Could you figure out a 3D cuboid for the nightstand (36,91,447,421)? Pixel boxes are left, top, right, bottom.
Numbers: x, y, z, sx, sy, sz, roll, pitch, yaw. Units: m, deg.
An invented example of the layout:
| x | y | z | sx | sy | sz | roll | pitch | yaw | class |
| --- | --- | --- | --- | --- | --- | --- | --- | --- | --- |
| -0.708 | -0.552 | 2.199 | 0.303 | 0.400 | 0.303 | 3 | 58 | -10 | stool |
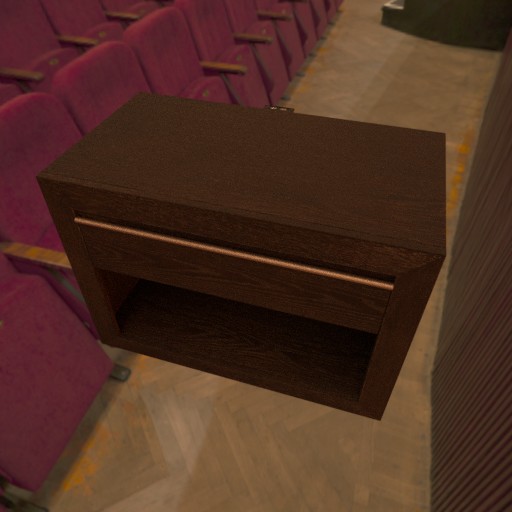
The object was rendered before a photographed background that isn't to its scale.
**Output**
| x | y | z | sx | sy | sz | roll | pitch | yaw | class |
| --- | --- | --- | --- | --- | --- | --- | --- | --- | --- |
| 0.000 | 0.000 | 1.153 | 0.775 | 0.612 | 0.457 | 12 | 44 | 13 | nightstand |
